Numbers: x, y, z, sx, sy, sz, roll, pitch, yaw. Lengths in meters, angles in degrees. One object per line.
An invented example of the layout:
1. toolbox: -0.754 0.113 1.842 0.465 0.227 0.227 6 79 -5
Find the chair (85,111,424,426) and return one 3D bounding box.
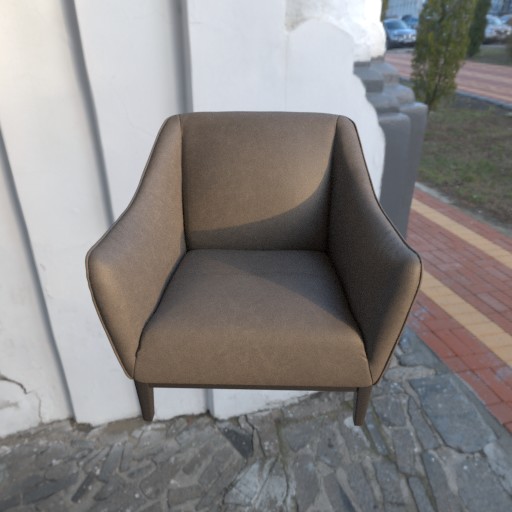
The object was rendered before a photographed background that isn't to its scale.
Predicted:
1. chair: 0.000 0.000 1.540 0.871 0.830 0.852 1 28 1
